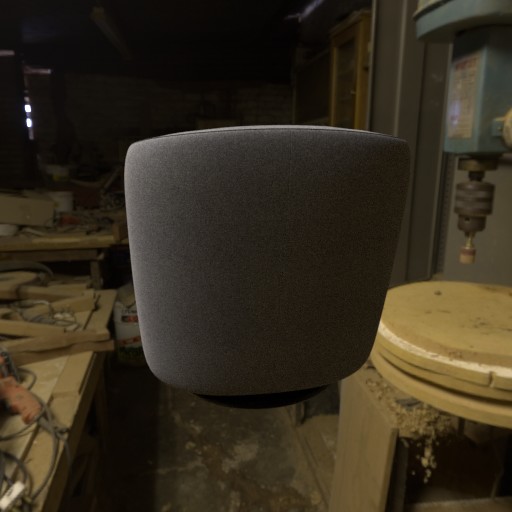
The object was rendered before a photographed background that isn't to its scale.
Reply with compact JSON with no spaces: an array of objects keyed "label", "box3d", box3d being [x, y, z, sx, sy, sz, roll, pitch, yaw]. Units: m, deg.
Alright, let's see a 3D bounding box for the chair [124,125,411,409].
[{"label":"chair","box3d":[0.000,0.000,1.584,0.822,0.861,0.986,-2,14,-9]}]
